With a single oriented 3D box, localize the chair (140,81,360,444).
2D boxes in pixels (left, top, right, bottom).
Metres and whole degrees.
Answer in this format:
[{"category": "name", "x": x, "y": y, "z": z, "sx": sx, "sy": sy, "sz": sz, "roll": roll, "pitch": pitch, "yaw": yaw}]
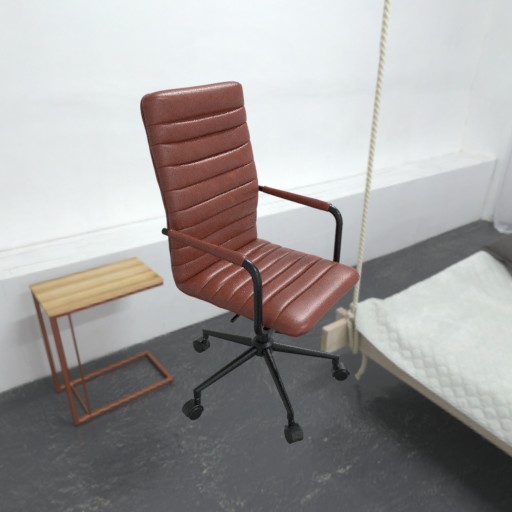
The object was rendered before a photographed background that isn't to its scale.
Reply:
[{"category": "chair", "x": 0.000, "y": 0.000, "z": 1.391, "sx": 0.580, "sy": 0.979, "sz": 0.608, "roll": 18, "pitch": 32, "yaw": 31}]
